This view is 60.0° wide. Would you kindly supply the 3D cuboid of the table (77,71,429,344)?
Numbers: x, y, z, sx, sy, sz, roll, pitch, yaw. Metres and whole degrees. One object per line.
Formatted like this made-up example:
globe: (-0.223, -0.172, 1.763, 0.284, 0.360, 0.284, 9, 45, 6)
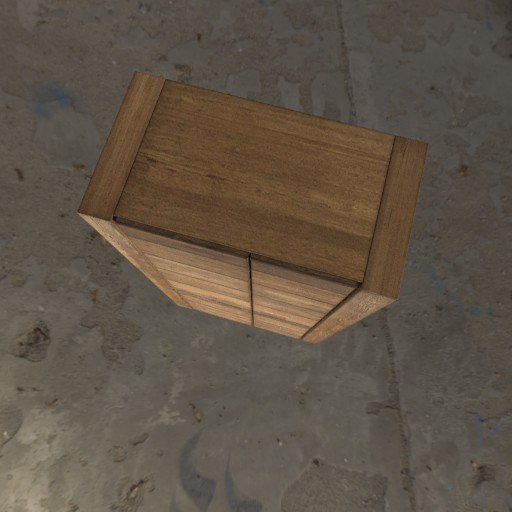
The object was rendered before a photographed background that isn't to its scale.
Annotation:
table: (0.000, 0.000, 2.492, 1.100, 2.000, 0.600, 15, 75, 4)
